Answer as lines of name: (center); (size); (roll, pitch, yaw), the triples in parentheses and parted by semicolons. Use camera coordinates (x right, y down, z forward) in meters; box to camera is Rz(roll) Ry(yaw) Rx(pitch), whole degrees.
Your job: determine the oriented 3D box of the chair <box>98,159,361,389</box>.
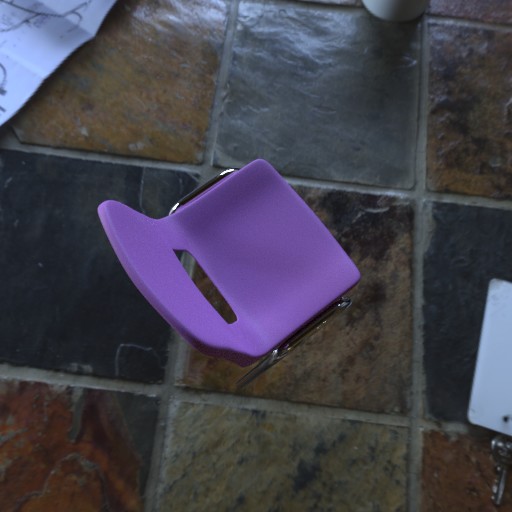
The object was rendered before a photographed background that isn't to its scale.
chair: (0.000, 0.000, 0.678); (0.301, 0.493, 0.291); (-36, 78, -9)
